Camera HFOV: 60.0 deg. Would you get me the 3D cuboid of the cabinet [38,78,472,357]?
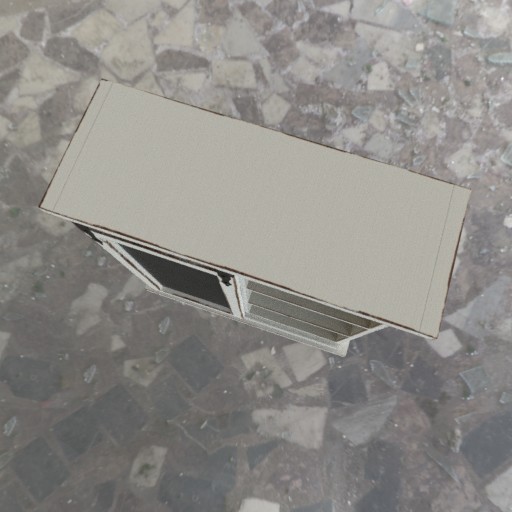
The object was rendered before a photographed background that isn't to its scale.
[{"bbox_3d":[0.000,0.000,0.883,0.541,0.603,0.210,18,76,5],"label":"cabinet"}]
